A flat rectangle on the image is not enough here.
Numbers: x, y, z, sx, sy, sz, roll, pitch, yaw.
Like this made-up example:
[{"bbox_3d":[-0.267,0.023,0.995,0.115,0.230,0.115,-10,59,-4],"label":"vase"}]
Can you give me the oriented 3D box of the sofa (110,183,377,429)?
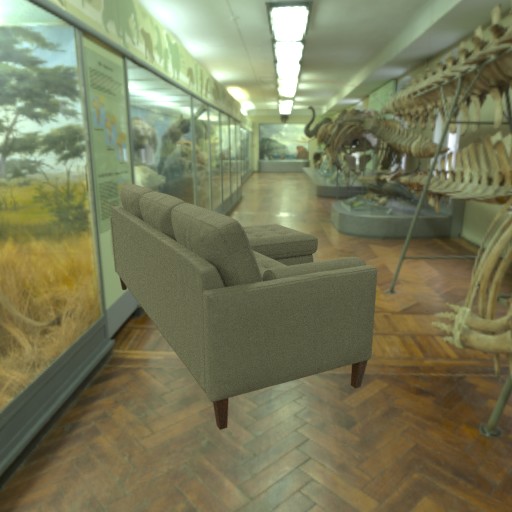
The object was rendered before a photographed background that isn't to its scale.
[{"bbox_3d":[0.000,0.000,2.955,1.506,0.875,2.178,-7,16,-26],"label":"sofa"}]
